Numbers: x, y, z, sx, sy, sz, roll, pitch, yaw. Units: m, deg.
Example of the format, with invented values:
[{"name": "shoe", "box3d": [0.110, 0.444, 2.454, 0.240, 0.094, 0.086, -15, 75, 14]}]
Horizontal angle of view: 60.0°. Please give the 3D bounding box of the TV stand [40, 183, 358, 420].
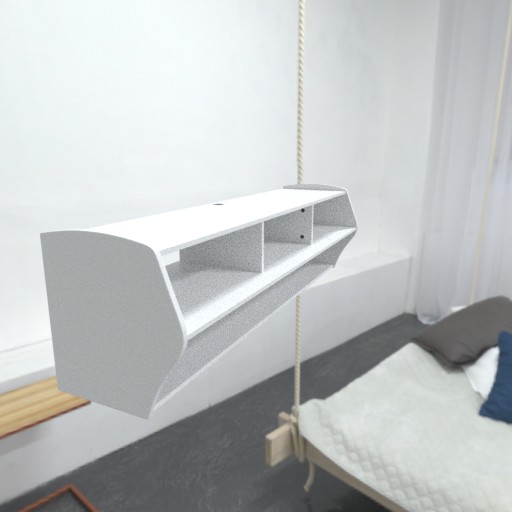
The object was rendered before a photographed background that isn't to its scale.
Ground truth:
[{"name": "TV stand", "box3d": [0.000, 0.000, 1.633, 0.397, 0.424, 1.473, 7, 15, 25]}]
